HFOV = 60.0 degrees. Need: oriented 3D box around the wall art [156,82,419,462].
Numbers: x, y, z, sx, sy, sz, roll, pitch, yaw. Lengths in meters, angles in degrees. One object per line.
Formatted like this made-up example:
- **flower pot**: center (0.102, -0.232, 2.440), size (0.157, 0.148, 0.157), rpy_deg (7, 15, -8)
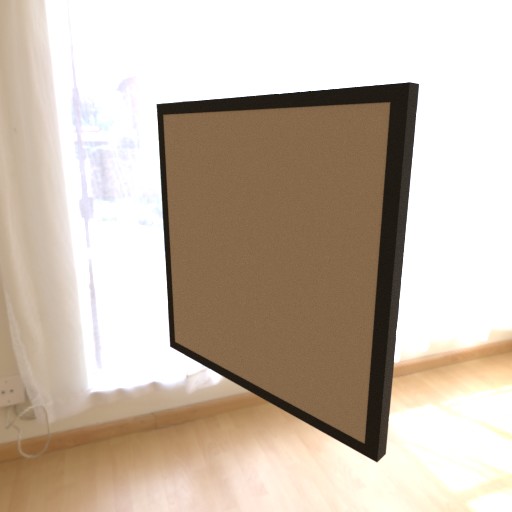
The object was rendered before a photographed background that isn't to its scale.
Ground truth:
- **wall art**: center (0.000, 0.000, 0.447), size (0.306, 0.304, 0.015), rpy_deg (15, 21, 43)
